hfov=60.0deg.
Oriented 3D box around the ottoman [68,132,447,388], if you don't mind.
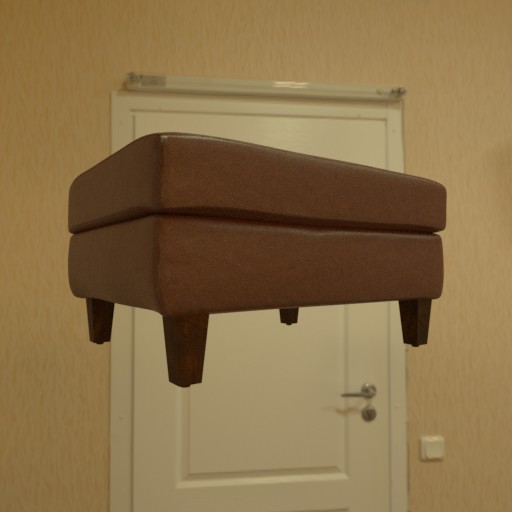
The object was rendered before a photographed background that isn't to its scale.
[{"bbox_3d":[0.000,0.000,1.203,0.851,0.485,0.650,1,-2,-35],"label":"ottoman"}]
